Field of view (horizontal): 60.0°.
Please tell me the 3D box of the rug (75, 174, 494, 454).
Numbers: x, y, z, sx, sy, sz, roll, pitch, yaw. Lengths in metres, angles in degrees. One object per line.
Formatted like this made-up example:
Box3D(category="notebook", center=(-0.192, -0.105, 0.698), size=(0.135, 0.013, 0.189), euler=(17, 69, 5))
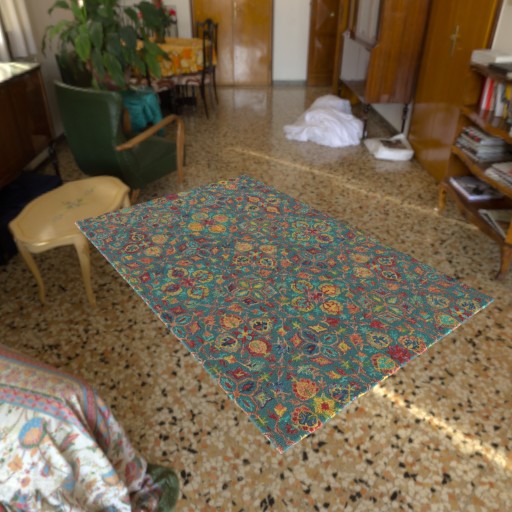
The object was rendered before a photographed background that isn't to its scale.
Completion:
Box3D(category="rug", center=(0.000, 0.000, 2.233), size=(1.216, 0.014, 1.836), euler=(-22, 38, -31))
